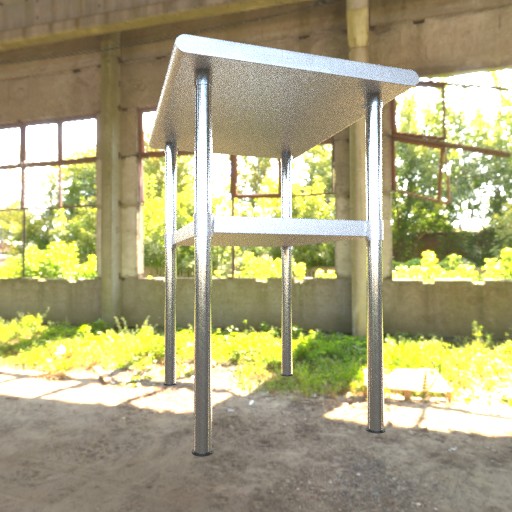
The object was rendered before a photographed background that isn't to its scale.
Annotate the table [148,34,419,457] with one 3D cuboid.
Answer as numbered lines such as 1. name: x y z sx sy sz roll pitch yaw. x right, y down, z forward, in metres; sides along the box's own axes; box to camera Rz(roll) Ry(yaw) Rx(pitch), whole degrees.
1. table: 0.000 0.000 1.330 0.584 0.876 0.762 0 -2 -18
